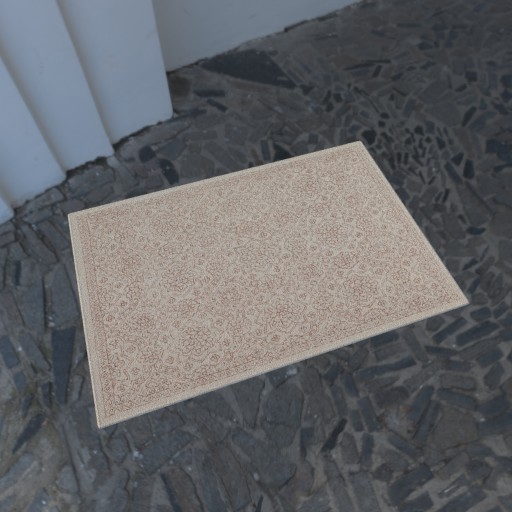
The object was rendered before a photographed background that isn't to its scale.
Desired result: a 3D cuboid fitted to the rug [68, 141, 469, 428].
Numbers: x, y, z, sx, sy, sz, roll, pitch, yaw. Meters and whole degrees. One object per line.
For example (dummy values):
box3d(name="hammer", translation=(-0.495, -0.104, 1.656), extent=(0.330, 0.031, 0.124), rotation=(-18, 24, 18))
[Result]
box3d(name="rug", translation=(0.000, 0.000, 2.350), extent=(1.829, 0.010, 1.219), rotation=(-16, 59, -10))
